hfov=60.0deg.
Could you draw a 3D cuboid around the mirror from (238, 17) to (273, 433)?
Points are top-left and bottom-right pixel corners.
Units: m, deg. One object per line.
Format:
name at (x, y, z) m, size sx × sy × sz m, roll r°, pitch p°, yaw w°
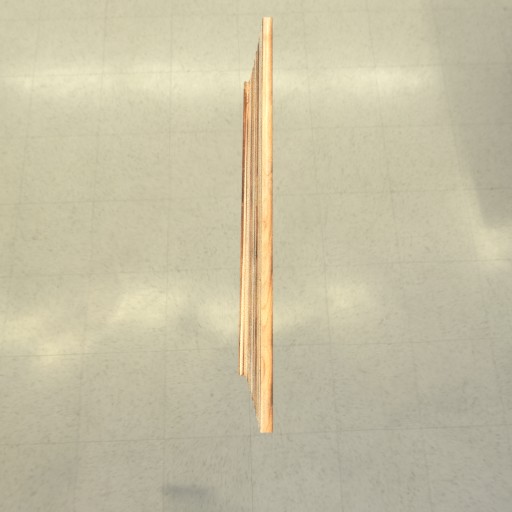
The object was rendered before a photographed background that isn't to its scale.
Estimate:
mirror at (0.000, 0.000, 1.199) m, size 0.061 × 0.804 × 0.804 m, roll 0°, pitch 75°, yaw 0°
